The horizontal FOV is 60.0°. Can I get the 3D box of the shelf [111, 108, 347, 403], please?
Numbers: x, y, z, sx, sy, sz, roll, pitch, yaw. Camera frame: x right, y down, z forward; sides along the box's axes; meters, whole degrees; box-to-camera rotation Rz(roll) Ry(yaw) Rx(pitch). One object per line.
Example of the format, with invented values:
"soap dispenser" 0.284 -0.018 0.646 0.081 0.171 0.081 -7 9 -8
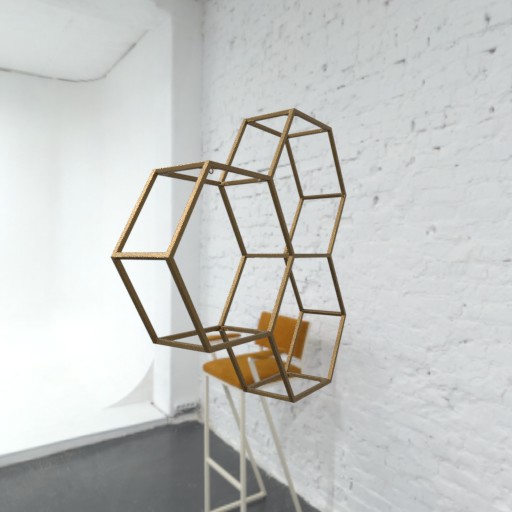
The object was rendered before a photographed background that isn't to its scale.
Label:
"shelf" 0.000 0.000 1.054 0.150 0.701 0.708 0 1 35
